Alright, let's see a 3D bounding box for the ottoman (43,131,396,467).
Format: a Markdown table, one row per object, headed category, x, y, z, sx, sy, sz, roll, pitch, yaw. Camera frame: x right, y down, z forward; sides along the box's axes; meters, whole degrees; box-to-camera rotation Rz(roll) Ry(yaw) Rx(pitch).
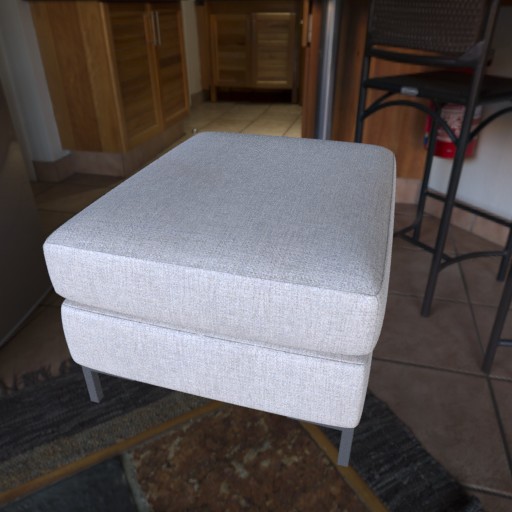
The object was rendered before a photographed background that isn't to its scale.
| category | x | y | z | sx | sy | sz | roll | pitch | yaw |
| --- | --- | --- | --- | --- | --- | --- | --- | --- | --- |
| ottoman | 0.000 | 0.000 | 1.194 | 0.671 | 0.490 | 0.820 | 9 | 32 | 14 |
